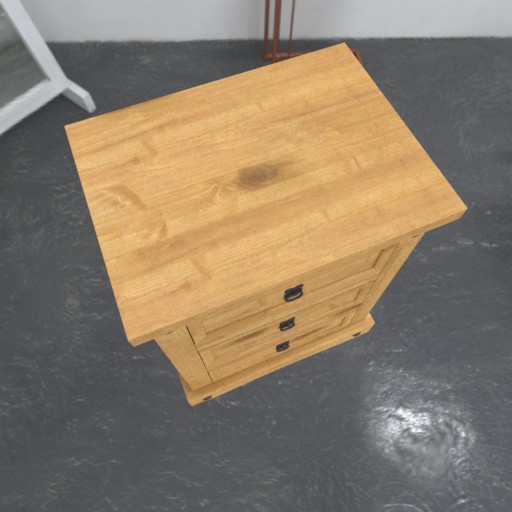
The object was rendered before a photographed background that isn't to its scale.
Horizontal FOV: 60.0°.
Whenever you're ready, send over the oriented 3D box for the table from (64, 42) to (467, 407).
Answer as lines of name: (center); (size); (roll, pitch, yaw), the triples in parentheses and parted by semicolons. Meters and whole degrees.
table: (0.000, 0.000, 1.245); (0.660, 0.813, 0.500); (-21, 66, -10)
